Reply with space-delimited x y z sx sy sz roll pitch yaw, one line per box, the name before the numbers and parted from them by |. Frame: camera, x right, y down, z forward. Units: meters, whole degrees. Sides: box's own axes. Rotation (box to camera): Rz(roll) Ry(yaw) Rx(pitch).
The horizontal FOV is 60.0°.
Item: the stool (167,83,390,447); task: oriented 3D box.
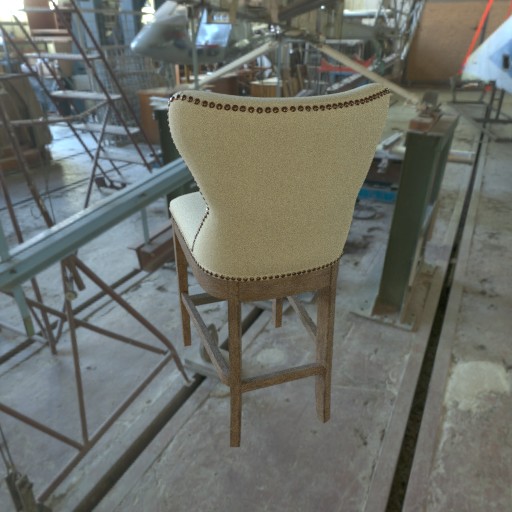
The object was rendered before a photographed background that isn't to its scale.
stool | 0.000 0.000 1.308 0.498 0.981 0.608 -9 28 -17
